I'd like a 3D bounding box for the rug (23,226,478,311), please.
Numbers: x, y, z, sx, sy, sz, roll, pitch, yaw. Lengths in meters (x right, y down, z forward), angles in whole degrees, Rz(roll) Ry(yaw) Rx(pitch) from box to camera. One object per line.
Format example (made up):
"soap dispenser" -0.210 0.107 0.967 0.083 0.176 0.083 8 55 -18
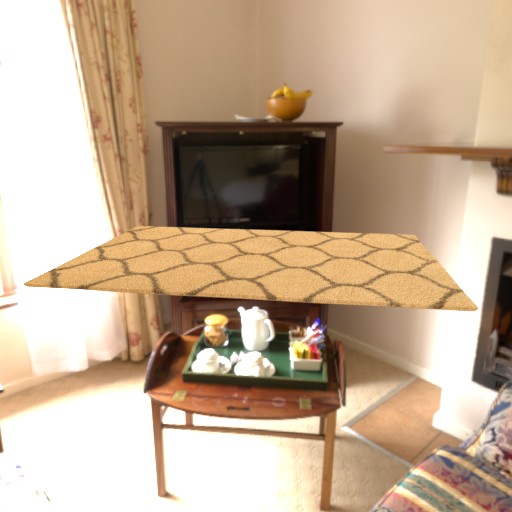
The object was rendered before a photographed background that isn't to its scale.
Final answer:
"rug" 0.000 0.000 3.429 2.701 0.026 1.801 2 16 8
